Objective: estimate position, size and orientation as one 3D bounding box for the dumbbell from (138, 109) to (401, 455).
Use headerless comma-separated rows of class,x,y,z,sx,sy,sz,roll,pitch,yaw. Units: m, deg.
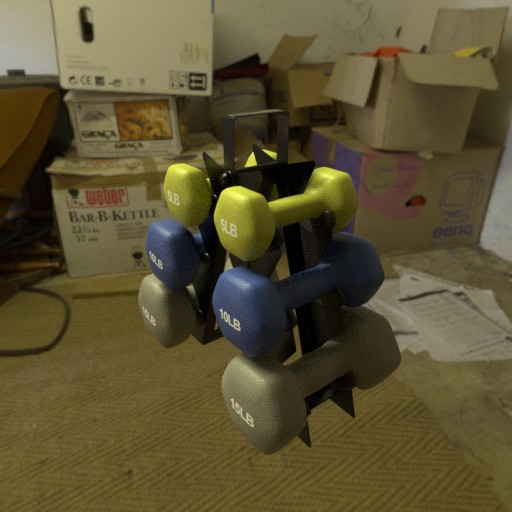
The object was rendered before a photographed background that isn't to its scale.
dumbbell,0.000,0.000,0.684,0.261,0.426,0.416,-18,31,-33
